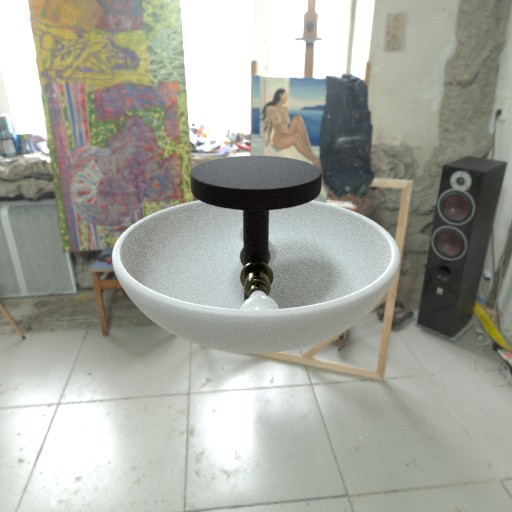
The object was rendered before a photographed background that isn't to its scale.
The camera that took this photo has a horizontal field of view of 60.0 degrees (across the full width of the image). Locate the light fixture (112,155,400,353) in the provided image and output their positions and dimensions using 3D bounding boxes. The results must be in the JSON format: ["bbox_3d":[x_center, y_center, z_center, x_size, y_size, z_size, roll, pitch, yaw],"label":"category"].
[{"bbox_3d":[0.000,0.000,0.539,0.331,0.212,0.331,0,26,0],"label":"light fixture"}]
